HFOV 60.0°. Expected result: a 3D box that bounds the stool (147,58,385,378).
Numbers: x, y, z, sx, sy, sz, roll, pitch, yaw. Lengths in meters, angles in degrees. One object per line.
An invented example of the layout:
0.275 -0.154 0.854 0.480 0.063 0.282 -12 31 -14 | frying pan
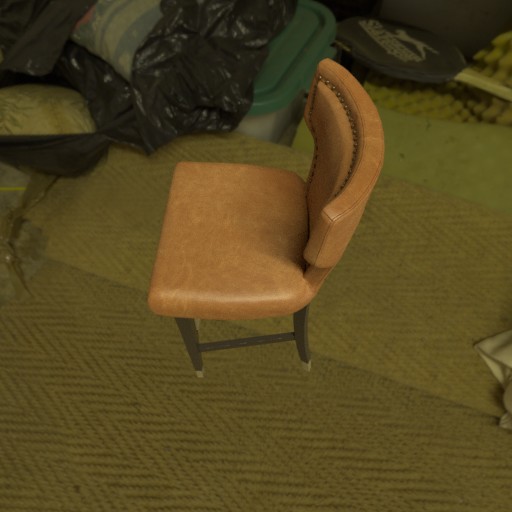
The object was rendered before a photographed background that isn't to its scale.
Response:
0.000 0.000 1.428 0.563 1.092 0.526 3 58 2 | stool
